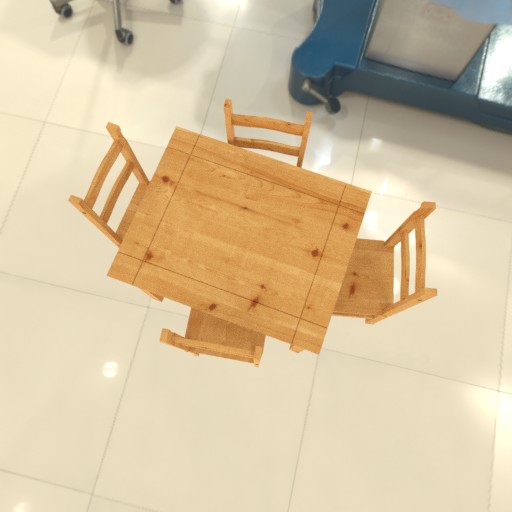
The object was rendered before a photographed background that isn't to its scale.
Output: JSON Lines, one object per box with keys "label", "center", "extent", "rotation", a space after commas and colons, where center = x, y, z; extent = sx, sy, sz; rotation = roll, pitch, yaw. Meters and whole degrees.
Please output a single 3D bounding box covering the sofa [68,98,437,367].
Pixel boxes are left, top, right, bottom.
{"label": "sofa", "center": [0.000, 0.000, 2.265], "extent": [1.529, 1.000, 1.144], "rotation": [20, 76, 5]}
